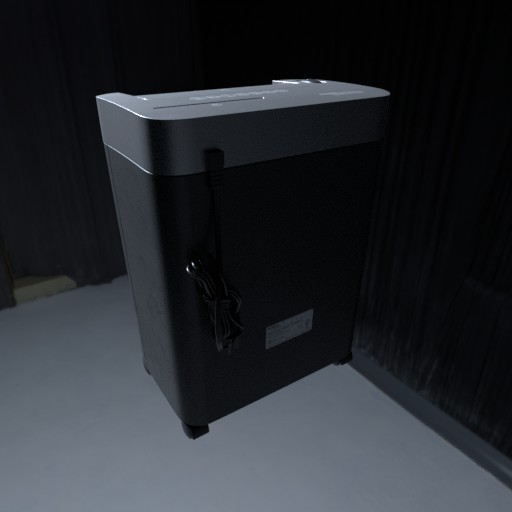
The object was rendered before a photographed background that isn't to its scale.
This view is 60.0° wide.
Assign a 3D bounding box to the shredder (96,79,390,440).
[{"bbox_3d":[0.000,0.000,0.597,0.311,0.419,0.237,-17,32,-29],"label":"shredder"}]
